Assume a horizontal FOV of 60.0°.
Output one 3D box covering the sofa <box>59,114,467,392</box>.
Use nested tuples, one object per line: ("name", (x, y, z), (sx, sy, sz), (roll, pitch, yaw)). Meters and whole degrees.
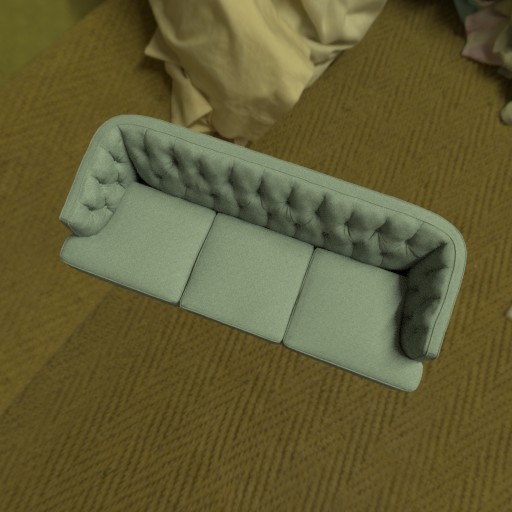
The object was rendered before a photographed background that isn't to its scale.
("sofa", (0.000, 0.000, 2.755), (2.278, 0.855, 0.941), (20, 75, 5))
